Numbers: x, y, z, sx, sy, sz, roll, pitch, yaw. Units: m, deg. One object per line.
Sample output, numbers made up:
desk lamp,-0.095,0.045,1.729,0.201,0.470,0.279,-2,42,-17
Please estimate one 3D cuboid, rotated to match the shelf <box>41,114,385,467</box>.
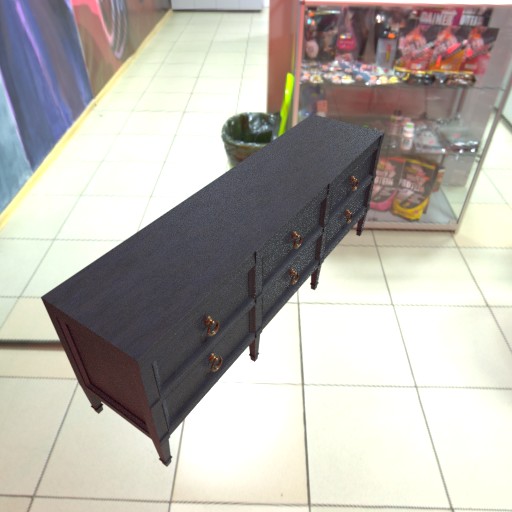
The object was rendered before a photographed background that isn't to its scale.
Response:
shelf,0.000,0.000,2.215,0.471,0.715,1.878,24,46,26
